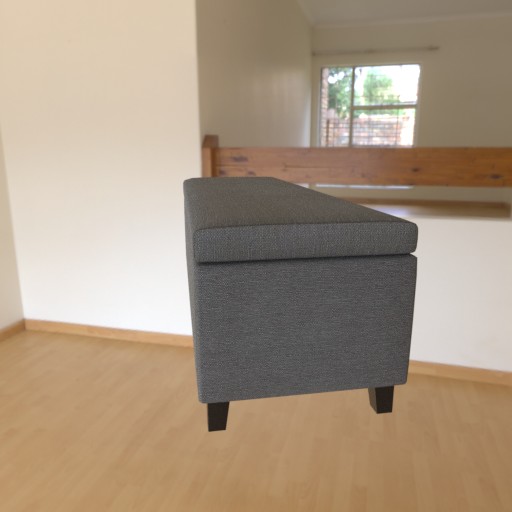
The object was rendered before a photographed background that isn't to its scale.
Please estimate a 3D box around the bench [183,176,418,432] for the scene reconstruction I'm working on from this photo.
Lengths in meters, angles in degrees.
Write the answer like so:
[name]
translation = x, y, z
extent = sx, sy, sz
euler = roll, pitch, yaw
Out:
[bench]
translation = 0.000, 0.000, 1.459
extent = 0.446, 0.438, 1.269
euler = -2, 14, -10
